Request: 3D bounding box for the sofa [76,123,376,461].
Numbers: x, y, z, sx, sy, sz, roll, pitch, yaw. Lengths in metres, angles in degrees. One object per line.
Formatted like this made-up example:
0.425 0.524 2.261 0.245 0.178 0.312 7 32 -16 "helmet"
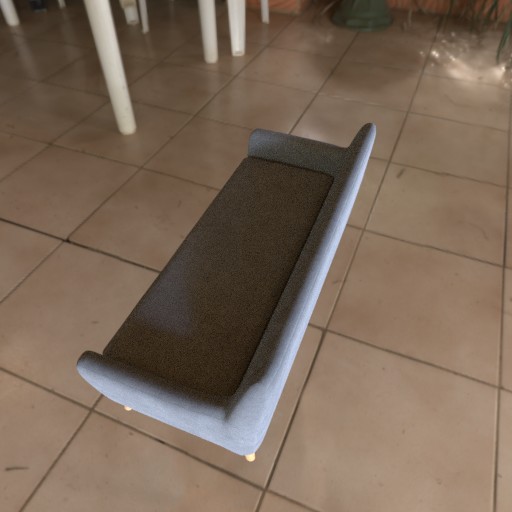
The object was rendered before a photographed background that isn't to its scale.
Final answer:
0.000 0.000 2.404 0.830 0.830 1.970 16 48 15 "sofa"
